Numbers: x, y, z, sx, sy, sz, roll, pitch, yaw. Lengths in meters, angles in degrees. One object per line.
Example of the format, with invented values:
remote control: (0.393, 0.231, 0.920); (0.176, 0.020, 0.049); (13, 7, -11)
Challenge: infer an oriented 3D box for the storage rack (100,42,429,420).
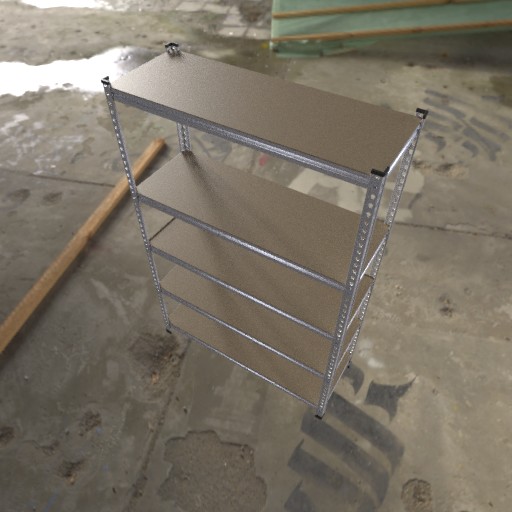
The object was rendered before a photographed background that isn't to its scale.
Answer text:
storage rack: (0.000, 0.000, 2.382); (1.219, 1.829, 0.457); (24, 51, 21)
